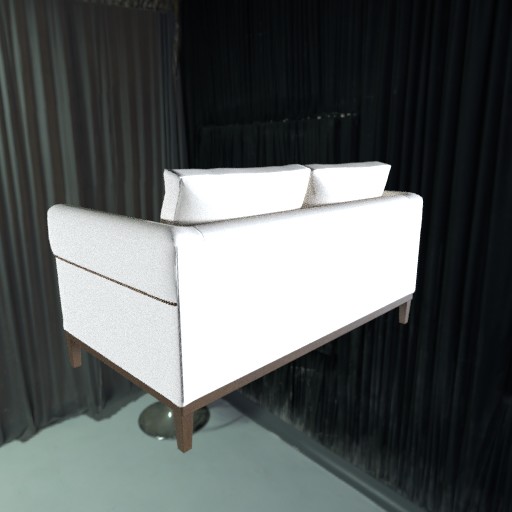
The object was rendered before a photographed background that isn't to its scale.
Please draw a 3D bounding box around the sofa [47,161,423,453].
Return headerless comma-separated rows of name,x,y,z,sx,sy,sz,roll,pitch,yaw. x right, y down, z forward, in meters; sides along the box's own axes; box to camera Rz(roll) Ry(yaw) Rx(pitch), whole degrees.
sofa,0.000,0.000,2.115,0.905,0.873,1.598,13,19,43
